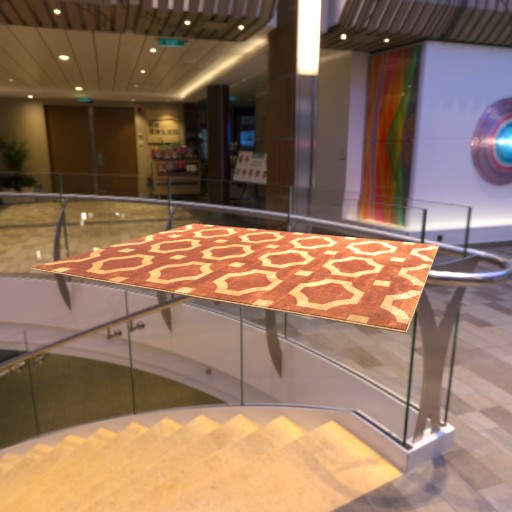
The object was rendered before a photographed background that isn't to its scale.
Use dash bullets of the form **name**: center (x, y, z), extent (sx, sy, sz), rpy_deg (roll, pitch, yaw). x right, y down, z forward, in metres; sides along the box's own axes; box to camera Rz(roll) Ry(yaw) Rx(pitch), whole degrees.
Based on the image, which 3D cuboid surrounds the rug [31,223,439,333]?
- **rug**: center (0.000, 0.000, 4.180), extent (3.049, 0.021, 2.466), rpy_deg (7, 15, 25)
